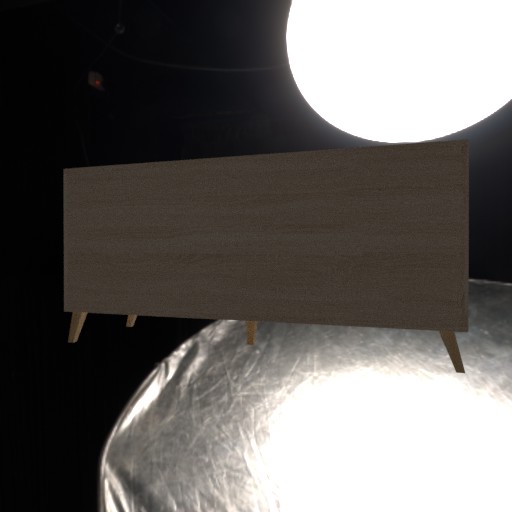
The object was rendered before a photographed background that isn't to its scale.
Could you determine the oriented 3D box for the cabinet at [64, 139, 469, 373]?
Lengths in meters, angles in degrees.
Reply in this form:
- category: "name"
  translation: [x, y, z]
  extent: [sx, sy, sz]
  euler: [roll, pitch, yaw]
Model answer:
- category: "cabinet"
  translation: [0.000, 0.000, 1.964]
  extent: [1.649, 0.780, 0.500]
  euler: [0, 1, 18]
